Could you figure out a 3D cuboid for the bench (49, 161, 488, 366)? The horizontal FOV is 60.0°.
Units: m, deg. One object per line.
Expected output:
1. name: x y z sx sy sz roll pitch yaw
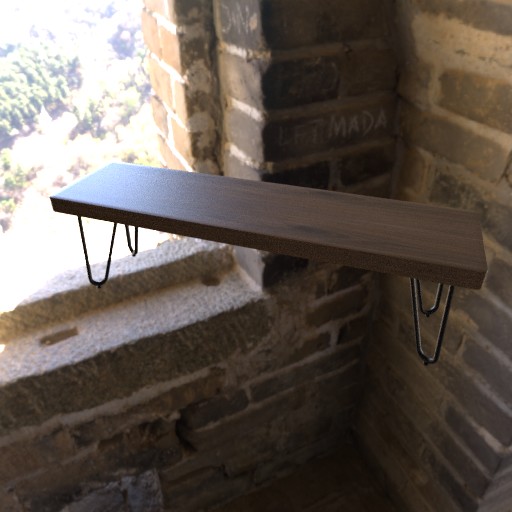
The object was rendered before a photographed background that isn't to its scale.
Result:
1. bench: 0.000 0.000 1.785 1.570 0.462 0.425 11 34 16
